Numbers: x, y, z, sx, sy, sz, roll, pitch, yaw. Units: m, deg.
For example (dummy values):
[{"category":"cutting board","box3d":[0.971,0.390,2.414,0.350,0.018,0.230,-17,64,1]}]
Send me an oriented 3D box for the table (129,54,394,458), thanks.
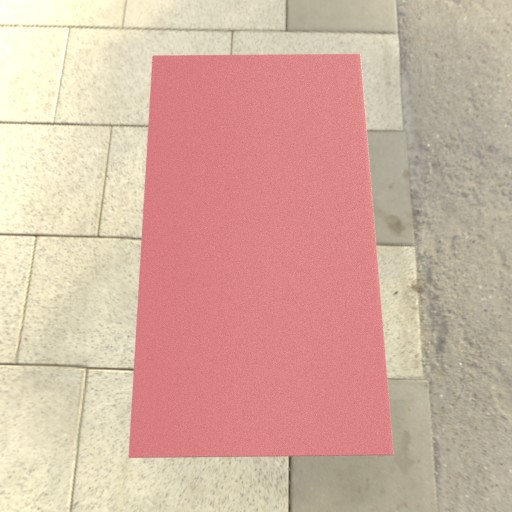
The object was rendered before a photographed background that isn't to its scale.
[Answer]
[{"category":"table","box3d":[0.000,0.000,1.375,0.612,0.493,1.068,-1,75,0]}]
